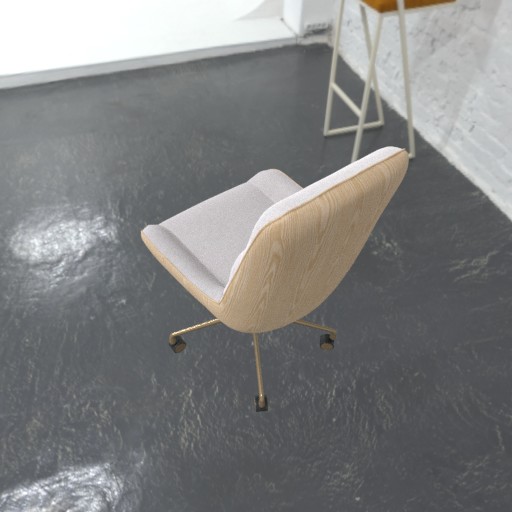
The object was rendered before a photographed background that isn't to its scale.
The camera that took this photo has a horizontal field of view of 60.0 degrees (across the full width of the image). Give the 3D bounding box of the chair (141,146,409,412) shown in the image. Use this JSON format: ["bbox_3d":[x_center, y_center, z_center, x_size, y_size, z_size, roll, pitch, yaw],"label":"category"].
[{"bbox_3d":[0.000,0.000,1.378,0.564,0.952,0.668,-30,53,-25],"label":"chair"}]
